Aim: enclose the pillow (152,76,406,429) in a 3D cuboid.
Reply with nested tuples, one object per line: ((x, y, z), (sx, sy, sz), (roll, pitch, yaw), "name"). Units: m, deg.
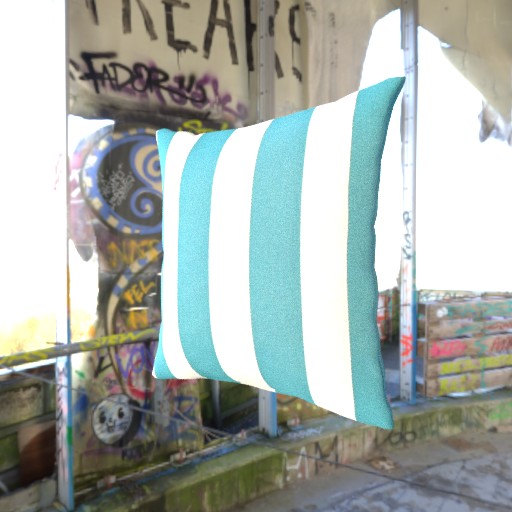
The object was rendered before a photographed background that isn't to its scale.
((0.000, 0.000, 0.800), (0.536, 0.526, 0.189), (1, 1, 35), "pillow")
